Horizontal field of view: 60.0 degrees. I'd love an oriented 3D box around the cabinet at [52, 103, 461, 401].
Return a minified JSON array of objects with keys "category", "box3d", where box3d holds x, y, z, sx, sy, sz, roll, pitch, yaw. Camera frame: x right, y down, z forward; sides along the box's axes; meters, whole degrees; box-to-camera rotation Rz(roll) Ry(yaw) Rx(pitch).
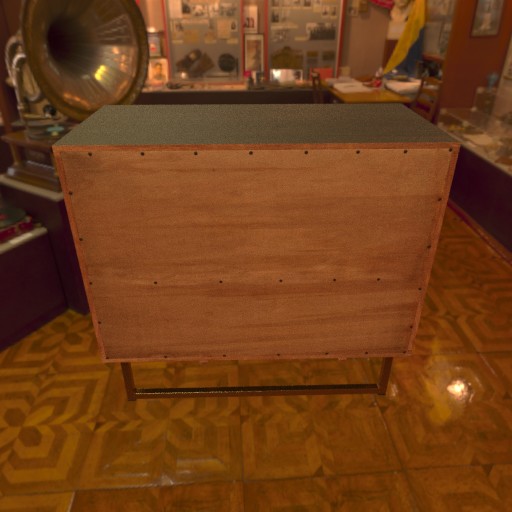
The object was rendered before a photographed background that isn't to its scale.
[{"category":"cabinet","box3d":[0.000,0.000,1.437,0.950,0.860,0.451,-1,30,-1]}]
